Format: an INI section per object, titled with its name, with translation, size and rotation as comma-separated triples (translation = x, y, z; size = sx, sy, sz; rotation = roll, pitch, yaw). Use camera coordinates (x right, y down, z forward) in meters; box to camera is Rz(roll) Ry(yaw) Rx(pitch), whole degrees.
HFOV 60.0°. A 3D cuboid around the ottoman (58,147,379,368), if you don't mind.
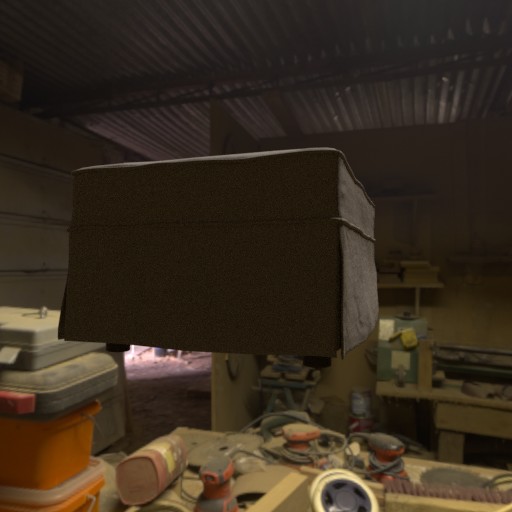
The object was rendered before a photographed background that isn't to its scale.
[ottoman]
translation = 0.000, 0.000, 1.355
size = 0.703, 0.479, 0.944
rotation = 0, -1, 19
